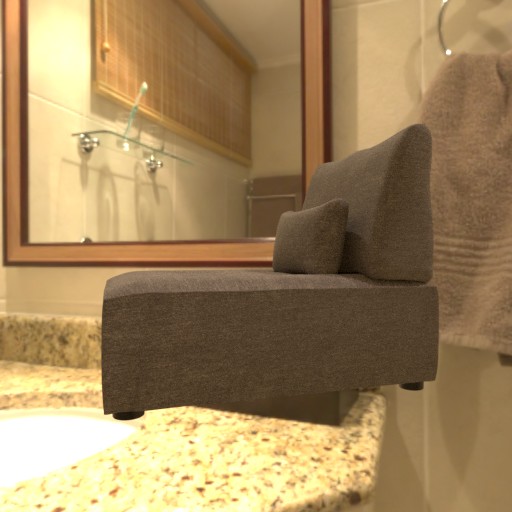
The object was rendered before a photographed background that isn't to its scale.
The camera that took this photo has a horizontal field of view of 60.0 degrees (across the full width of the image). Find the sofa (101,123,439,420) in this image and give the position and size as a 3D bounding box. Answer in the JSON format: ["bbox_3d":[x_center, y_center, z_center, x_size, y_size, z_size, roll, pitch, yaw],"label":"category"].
[{"bbox_3d":[0.000,0.000,1.542,1.000,0.820,0.700,0,0,-18],"label":"sofa"}]
